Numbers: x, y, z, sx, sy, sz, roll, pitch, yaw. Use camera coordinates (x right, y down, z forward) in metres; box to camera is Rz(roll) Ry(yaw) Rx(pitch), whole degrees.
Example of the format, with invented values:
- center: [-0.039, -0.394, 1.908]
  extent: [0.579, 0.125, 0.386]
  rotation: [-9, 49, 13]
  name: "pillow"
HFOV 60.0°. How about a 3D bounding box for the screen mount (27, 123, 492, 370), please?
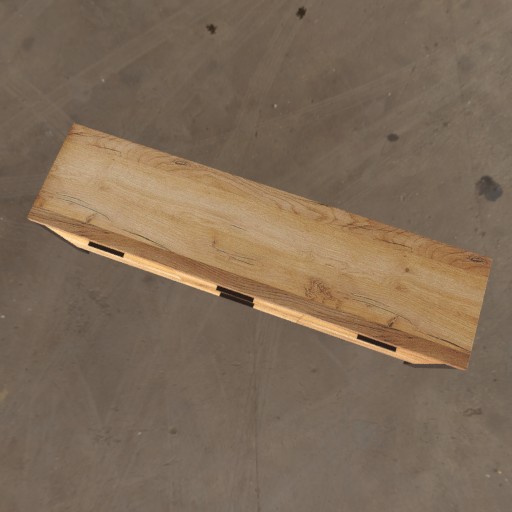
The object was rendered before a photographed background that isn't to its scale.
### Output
- center: [0.000, 0.000, 1.705]
  extent: [1.524, 0.450, 0.395]
  rotation: [19, 77, 4]
  name: "screen mount"
